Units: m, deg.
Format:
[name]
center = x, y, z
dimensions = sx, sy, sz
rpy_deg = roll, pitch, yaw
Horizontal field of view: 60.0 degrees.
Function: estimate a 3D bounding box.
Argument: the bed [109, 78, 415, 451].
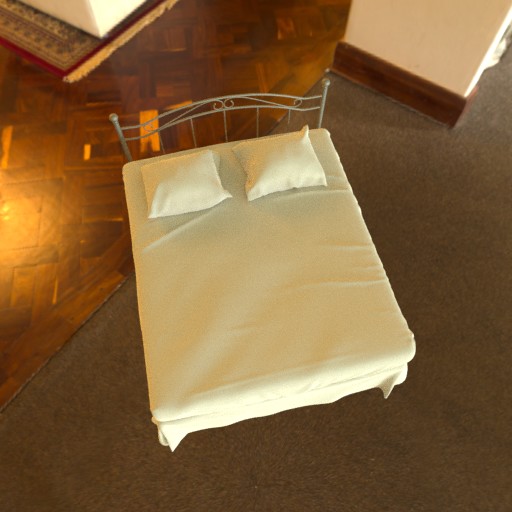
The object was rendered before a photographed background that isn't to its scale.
[bed]
center = 0.000, 0.000, 3.227
dimensions = 1.936, 1.080, 2.215
rpy_deg = -12, 63, -6
